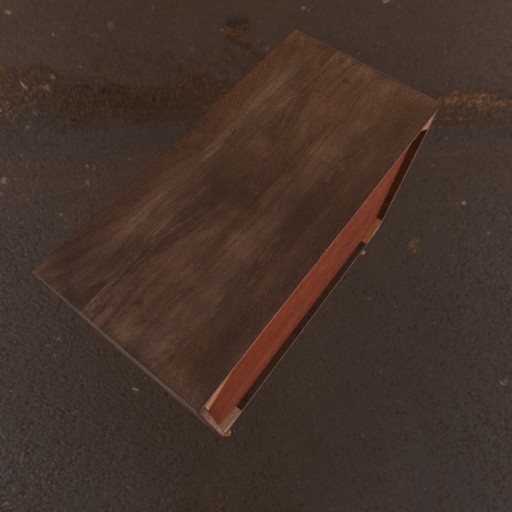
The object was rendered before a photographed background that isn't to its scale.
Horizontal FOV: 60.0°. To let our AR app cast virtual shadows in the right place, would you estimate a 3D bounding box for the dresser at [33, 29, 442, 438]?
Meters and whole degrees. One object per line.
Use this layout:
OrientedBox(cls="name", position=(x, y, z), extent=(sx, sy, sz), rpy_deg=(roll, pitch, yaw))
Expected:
OrientedBox(cls="dresser", position=(0.000, 0.000, 1.360), extent=(0.453, 0.801, 0.923), rpy_deg=(35, 69, 16))
